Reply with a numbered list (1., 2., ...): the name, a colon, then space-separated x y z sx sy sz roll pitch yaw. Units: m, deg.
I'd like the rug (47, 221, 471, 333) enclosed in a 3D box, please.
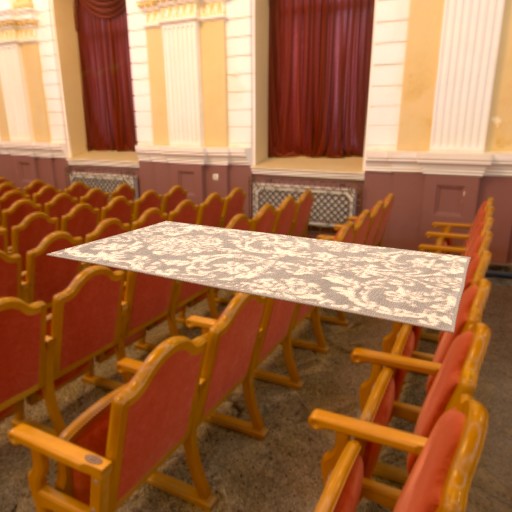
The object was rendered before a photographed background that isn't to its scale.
1. rug: 0.000 0.000 1.420 1.219 0.007 0.604 8 18 27
